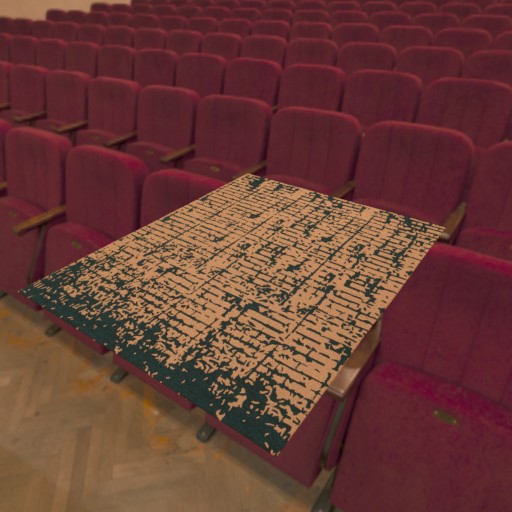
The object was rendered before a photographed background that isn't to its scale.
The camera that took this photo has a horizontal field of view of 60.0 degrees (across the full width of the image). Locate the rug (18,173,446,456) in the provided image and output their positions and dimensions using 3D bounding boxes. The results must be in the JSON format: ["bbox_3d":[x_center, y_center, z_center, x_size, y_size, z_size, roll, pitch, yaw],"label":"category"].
[{"bbox_3d":[0.000,0.000,3.901,2.416,0.014,3.017,21,38,30],"label":"rug"}]
